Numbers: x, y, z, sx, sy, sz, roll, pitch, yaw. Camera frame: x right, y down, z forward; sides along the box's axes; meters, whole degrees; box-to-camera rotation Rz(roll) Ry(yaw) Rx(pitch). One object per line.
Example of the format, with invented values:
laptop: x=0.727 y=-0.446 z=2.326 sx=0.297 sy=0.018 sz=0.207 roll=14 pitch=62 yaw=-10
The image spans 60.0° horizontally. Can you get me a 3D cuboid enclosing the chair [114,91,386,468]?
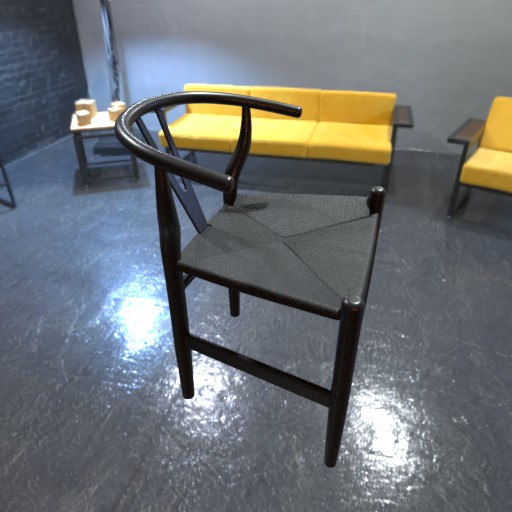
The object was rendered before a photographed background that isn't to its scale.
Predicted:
chair: x=0.000 y=0.000 z=1.134 sx=0.579 sy=0.730 sz=0.569 roll=10 pitch=33 yaw=15
